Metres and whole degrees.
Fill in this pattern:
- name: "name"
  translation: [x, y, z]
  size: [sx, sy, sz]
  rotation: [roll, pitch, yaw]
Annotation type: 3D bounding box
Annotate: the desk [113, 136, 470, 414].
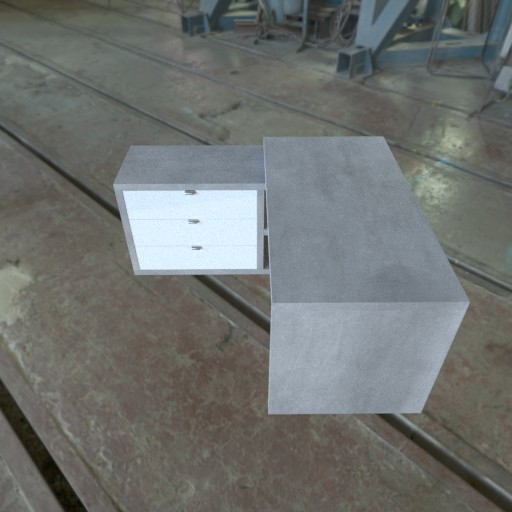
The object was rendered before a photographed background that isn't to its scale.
- name: "desk"
  translation: [0.000, 0.000, 2.333]
  size: [1.500, 0.740, 1.400]
  rotation: [0, 40, 0]
